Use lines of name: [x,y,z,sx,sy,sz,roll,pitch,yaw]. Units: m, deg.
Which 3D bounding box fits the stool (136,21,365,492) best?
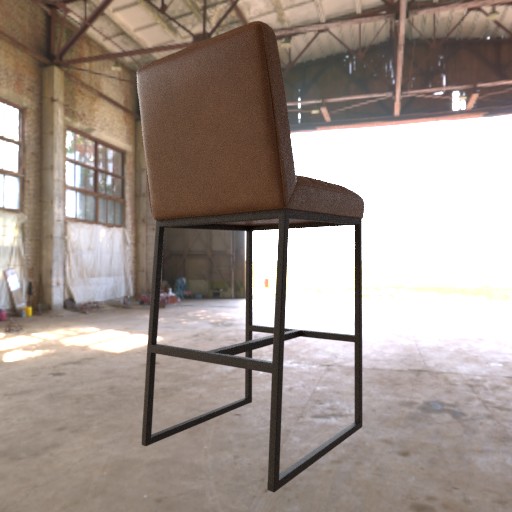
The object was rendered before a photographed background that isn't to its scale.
stool: [0.000,0.000,1.289,0.458,1.040,0.556,-1,-2,36]
